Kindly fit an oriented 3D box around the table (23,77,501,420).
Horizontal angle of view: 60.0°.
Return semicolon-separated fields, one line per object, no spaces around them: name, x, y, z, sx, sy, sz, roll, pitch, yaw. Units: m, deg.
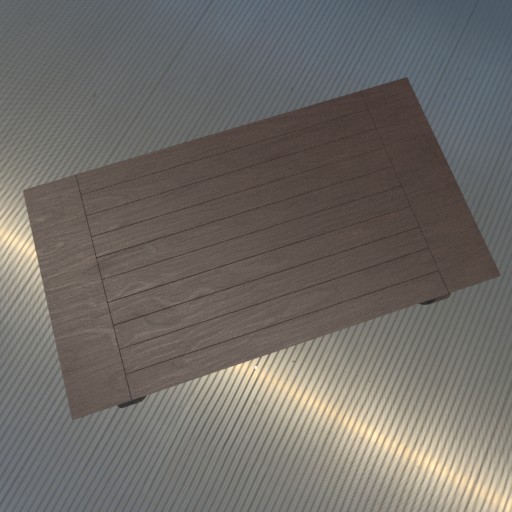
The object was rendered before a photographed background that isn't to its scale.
table;0.000;0.000;1.344;1.062;0.494;0.600;-18;77;-4
